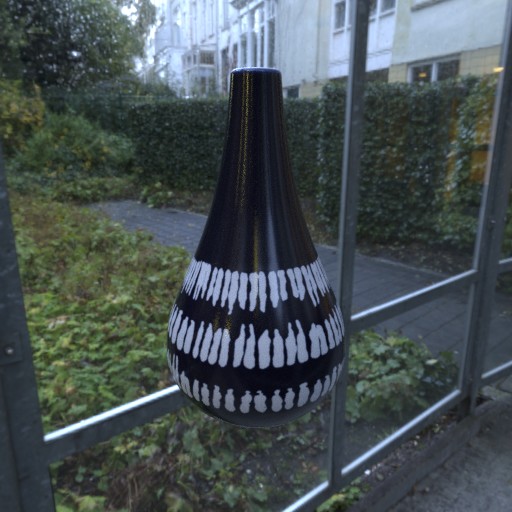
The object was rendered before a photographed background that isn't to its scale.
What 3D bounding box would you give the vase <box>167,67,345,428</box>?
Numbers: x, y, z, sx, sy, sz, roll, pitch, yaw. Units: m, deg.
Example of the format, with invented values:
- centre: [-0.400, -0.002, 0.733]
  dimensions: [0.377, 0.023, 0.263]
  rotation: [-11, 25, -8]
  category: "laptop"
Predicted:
- centre: [0.000, 0.000, 0.379]
  dimensions: [0.159, 0.295, 0.159]
  rotation: [0, 16, 0]
  category: "vase"
